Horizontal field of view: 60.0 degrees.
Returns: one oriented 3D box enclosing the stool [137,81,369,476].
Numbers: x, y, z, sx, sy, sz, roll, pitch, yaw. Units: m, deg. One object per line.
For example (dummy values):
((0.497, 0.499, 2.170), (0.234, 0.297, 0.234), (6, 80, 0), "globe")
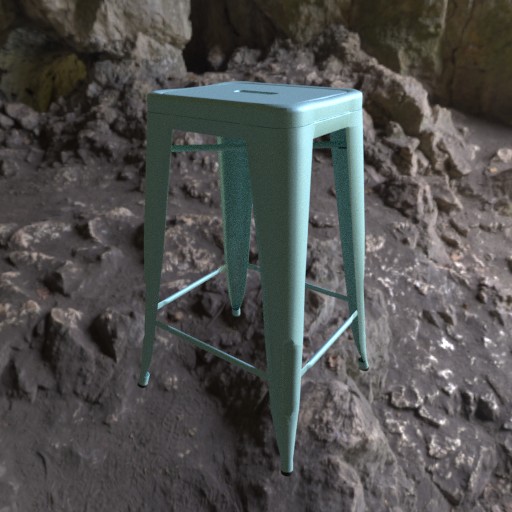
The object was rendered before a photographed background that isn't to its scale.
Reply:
((0.000, 0.000, 0.866), (0.399, 0.609, 0.359), (17, 31, 31), "stool")
